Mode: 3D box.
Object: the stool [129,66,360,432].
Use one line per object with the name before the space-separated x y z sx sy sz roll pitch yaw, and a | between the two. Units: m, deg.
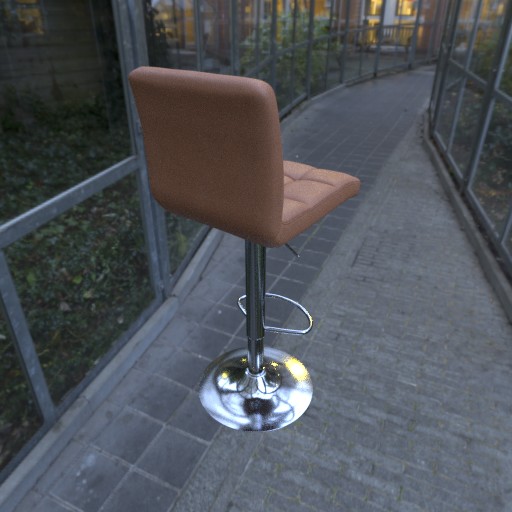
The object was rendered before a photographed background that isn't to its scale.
stool | 0.000 0.000 1.384 0.430 1.115 0.505 21 36 32
